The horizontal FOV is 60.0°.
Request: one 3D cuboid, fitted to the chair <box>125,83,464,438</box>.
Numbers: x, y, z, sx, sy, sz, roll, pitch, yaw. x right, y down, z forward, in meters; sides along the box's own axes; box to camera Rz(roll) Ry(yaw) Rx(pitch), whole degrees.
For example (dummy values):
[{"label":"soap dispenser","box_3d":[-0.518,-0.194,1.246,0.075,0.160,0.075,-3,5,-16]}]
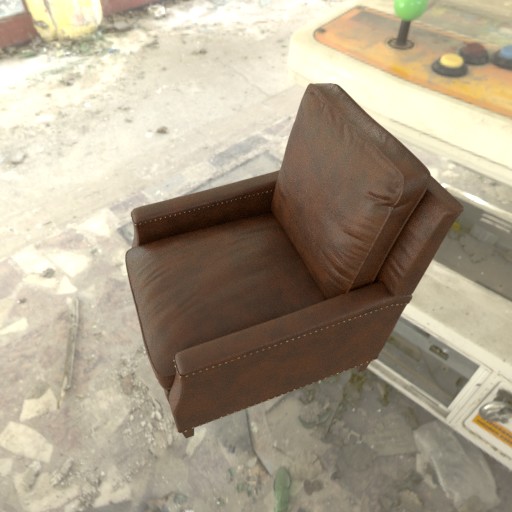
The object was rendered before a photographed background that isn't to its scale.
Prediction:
[{"label":"chair","box_3d":[0.000,0.000,1.803,1.035,1.054,0.854,-16,50,-14]}]
